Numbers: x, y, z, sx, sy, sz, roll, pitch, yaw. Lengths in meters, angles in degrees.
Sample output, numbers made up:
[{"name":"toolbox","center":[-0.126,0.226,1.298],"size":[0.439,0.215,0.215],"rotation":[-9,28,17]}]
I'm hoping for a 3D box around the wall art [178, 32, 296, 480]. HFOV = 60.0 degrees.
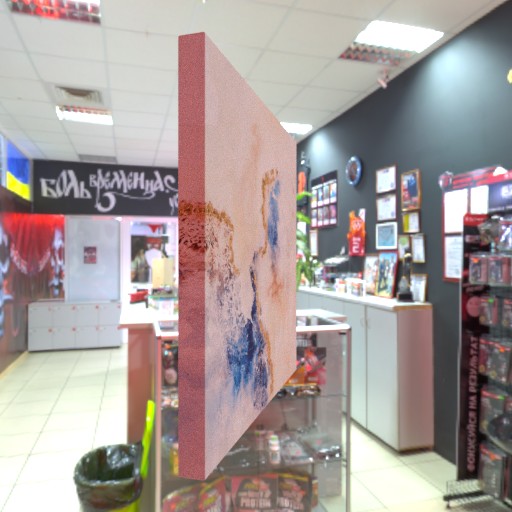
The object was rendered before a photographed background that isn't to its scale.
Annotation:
[{"name":"wall art","center":[0.000,0.000,1.562],"size":[0.071,1.061,1.061],"rotation":[0,0,17]}]
